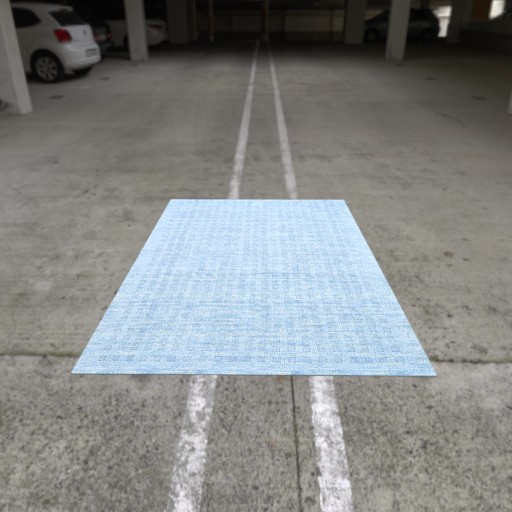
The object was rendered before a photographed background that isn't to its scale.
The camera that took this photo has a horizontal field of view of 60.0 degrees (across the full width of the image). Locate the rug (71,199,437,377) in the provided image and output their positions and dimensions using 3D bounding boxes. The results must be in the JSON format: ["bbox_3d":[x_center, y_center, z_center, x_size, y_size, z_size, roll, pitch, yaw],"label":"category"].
[{"bbox_3d":[0.000,0.000,2.870,1.522,0.006,2.286,0,26,0],"label":"rug"}]
